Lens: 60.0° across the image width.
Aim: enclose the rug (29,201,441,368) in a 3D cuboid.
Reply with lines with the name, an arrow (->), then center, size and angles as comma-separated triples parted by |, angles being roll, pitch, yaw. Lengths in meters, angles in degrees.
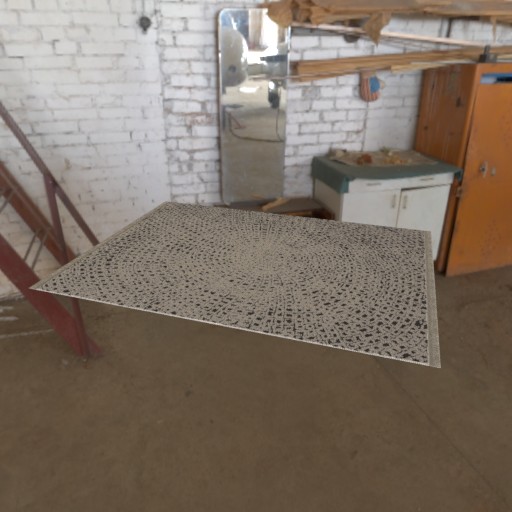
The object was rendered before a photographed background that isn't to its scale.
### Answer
rug -> 0.000, 0.000, 2.155 | 1.634, 0.003, 1.190 | 8, 27, 16
